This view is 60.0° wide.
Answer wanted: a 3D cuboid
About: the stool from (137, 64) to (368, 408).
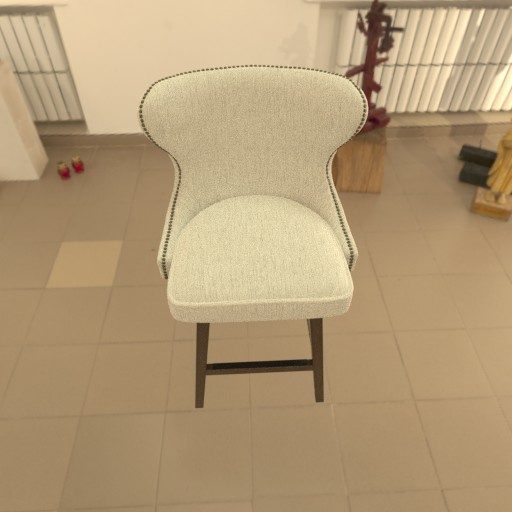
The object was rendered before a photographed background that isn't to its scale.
[{"bbox_3d":[0.000,0.000,1.396,0.615,0.972,0.597,-2,46,-2],"label":"stool"}]
